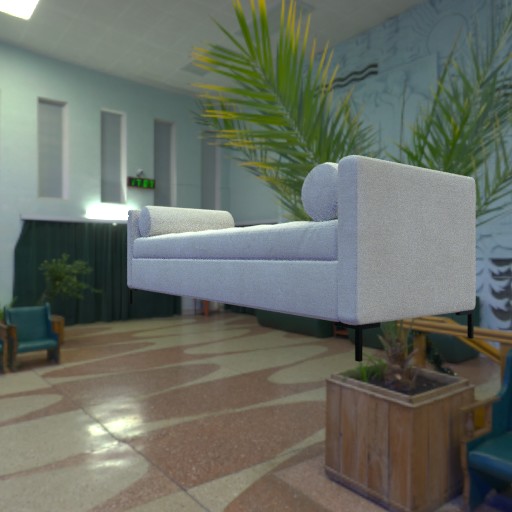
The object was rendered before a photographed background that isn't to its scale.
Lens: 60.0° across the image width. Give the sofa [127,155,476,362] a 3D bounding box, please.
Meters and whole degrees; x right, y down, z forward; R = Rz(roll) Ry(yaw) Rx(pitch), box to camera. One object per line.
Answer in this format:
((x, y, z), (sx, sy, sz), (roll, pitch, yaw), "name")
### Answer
((0.000, 0.000, 2.317), (0.686, 0.635, 1.981), (0, 0, -36), "sofa")
